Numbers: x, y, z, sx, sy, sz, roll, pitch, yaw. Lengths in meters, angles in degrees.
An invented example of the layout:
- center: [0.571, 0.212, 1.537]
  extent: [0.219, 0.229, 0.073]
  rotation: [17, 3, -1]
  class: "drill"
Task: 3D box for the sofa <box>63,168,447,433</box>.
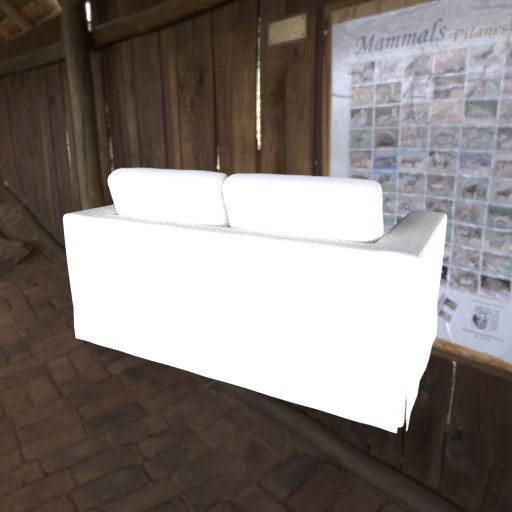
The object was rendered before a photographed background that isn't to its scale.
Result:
- center: [0.000, 0.000, 2.391]
  extent: [1.813, 0.932, 1.009]
  rotation: [8, 17, 27]
  class: "sofa"
